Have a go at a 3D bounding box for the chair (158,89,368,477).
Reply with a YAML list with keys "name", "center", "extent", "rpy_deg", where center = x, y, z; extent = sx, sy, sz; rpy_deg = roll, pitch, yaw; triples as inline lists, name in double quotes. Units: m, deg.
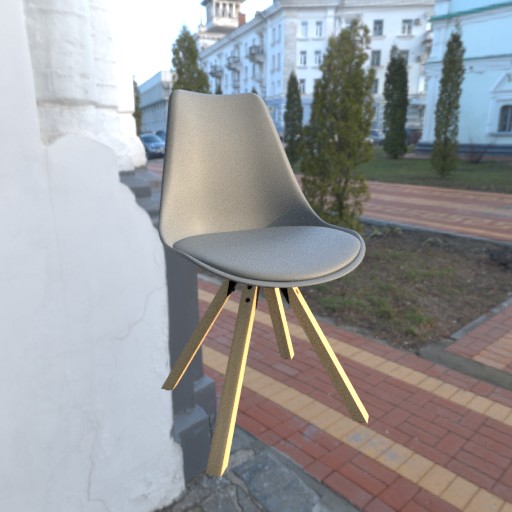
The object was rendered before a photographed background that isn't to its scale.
- name: "chair"
  center: [0.000, 0.000, 1.162]
  extent: [0.485, 0.850, 0.549]
  rpy_deg: [-8, 17, -26]
